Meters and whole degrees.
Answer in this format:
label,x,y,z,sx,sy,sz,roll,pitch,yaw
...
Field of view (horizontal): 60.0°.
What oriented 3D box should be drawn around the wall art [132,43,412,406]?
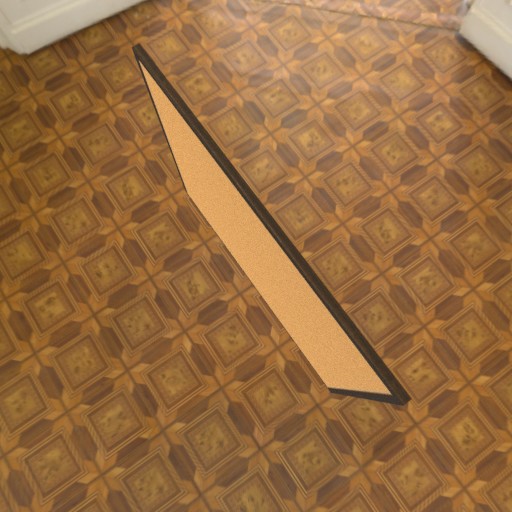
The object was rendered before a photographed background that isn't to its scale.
label,x,y,z,sx,sy,sz,roll,pitch,yaw
wall art,0.000,0.000,1.408,0.023,0.875,1.033,-34,77,-9
